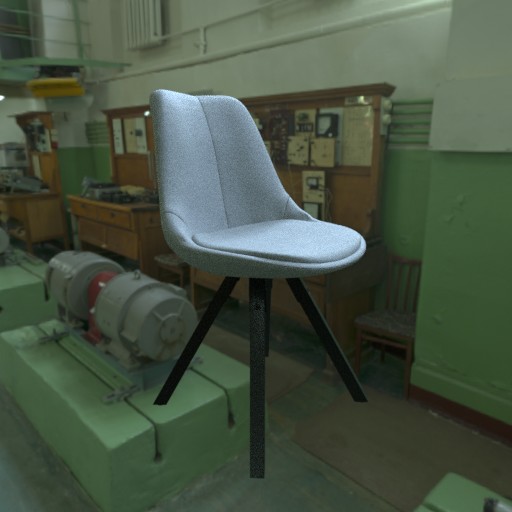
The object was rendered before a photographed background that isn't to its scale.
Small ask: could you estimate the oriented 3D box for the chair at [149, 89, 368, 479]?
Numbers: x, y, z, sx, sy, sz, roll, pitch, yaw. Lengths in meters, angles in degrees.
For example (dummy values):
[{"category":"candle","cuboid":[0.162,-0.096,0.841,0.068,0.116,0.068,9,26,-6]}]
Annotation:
[{"category":"chair","cuboid":[0.000,0.000,1.174,0.550,0.850,0.485,14,20,43]}]
